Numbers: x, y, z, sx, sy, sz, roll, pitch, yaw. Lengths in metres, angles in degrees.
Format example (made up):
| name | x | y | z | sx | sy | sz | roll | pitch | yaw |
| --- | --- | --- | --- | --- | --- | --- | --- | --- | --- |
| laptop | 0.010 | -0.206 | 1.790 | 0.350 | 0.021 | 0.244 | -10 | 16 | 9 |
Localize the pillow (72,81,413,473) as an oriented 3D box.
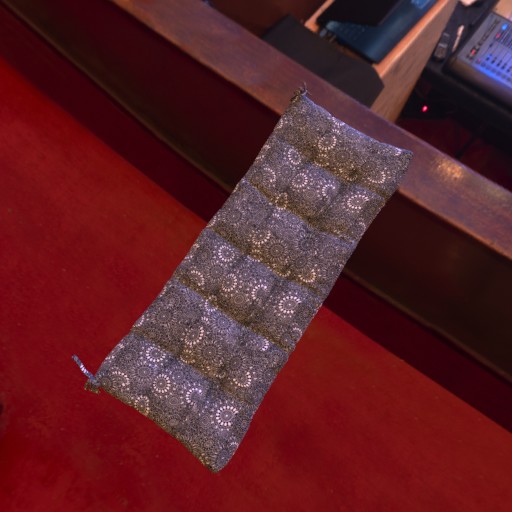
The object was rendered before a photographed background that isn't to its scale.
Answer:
| name | x | y | z | sx | sy | sz | roll | pitch | yaw |
| --- | --- | --- | --- | --- | --- | --- | --- | --- | --- |
| pillow | 0.000 | 0.000 | 1.354 | 0.511 | 0.174 | 1.194 | 32 | 77 | 8 |
